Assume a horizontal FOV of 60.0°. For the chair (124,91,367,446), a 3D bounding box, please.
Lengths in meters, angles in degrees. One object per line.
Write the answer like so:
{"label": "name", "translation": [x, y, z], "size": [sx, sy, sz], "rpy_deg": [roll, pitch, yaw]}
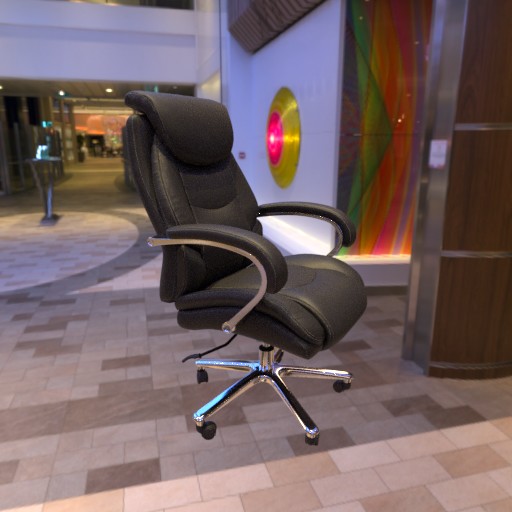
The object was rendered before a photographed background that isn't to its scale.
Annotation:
{"label": "chair", "translation": [0.000, 0.000, 1.673], "size": [0.790, 1.183, 0.755], "rpy_deg": [8, 16, 28]}
